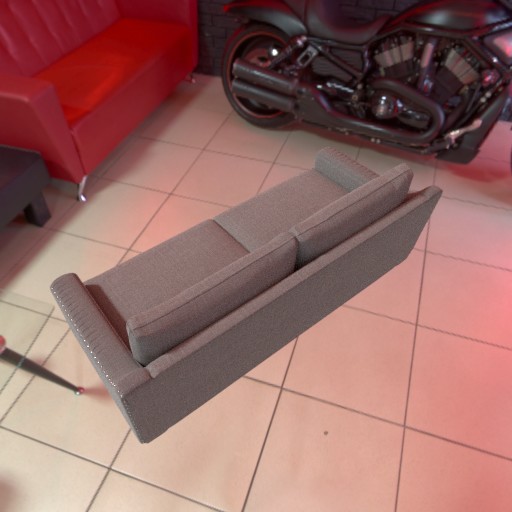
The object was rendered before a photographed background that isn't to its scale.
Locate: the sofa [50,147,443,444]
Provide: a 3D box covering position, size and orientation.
[{"bbox_3d":[0.000,0.000,2.751,2.208,0.857,1.000,-30,53,-25],"label":"sofa"}]
